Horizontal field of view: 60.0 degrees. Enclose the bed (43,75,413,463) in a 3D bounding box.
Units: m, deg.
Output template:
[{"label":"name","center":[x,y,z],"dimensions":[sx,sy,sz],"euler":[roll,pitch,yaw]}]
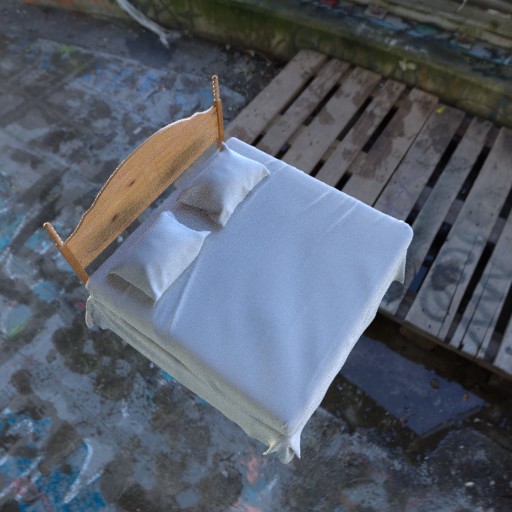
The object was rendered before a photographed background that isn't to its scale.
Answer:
[{"label":"bed","center":[0.000,0.000,3.637],"dimensions":[2.219,1.355,2.322],"euler":[31,64,17]}]
